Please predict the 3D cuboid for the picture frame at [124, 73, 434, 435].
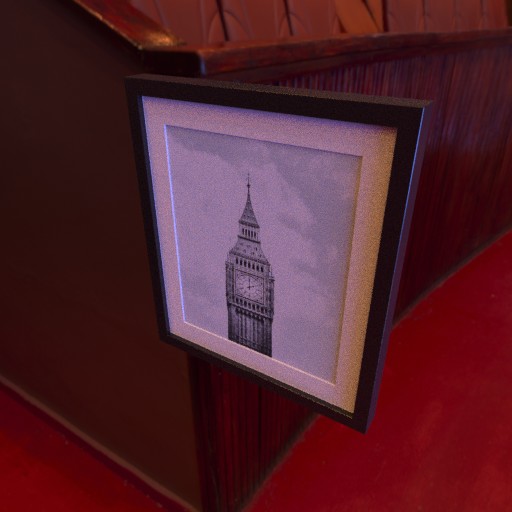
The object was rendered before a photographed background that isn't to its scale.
[{"bbox_3d":[0.000,0.000,0.525,0.328,0.378,0.034,17,34,27],"label":"picture frame"}]
